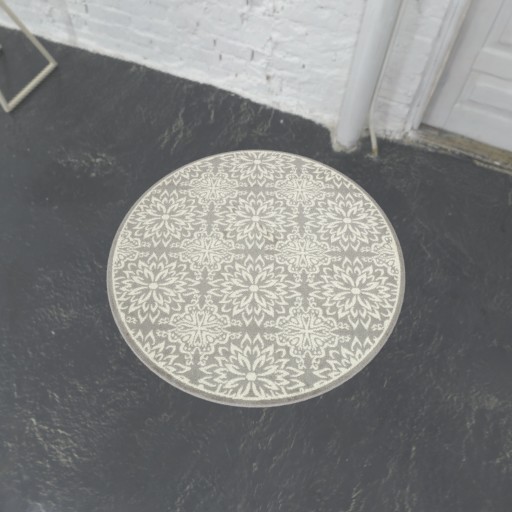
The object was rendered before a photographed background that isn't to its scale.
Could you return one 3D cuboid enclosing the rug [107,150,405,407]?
[{"bbox_3d":[0.000,0.000,2.401,1.593,0.012,1.593,0,58,0],"label":"rug"}]
